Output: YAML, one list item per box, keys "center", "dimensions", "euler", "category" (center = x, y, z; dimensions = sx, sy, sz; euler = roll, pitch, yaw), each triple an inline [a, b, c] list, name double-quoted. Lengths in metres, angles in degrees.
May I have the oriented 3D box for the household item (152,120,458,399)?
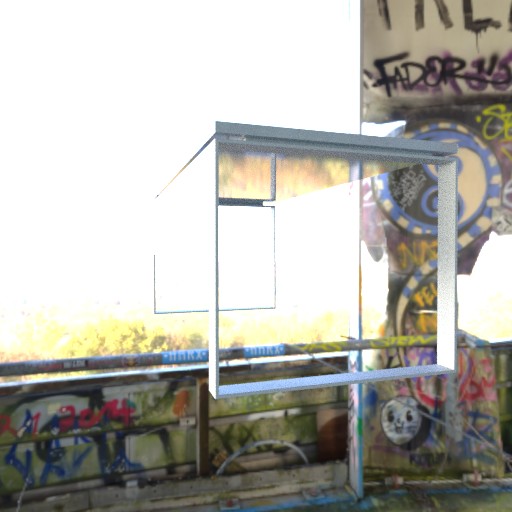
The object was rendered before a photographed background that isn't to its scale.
- center: [0.000, 0.000, 2.109]
  dimensions: [0.800, 0.745, 1.700]
  euler: [0, 1, -19]
  category: "household item"
